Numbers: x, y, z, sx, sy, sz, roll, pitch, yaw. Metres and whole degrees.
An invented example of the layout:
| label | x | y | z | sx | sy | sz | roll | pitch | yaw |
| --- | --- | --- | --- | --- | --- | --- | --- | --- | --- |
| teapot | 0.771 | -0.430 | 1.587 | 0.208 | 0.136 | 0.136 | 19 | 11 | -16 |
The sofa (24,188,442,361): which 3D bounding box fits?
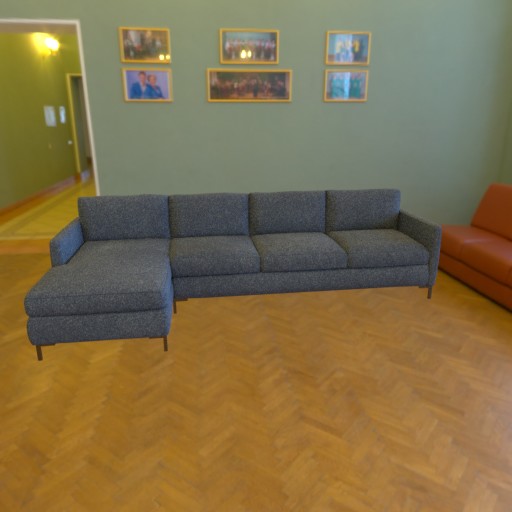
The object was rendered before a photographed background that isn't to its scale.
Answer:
| label | x | y | z | sx | sy | sz | roll | pitch | yaw |
| --- | --- | --- | --- | --- | --- | --- | --- | --- | --- |
| sofa | 0.000 | 0.000 | 3.364 | 2.932 | 0.810 | 1.350 | -3 | 18 | -8 |
